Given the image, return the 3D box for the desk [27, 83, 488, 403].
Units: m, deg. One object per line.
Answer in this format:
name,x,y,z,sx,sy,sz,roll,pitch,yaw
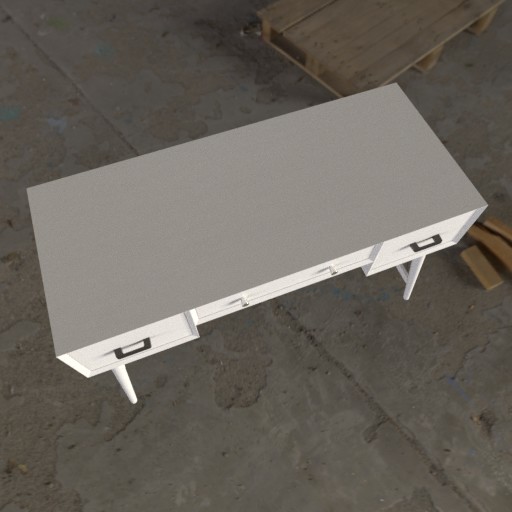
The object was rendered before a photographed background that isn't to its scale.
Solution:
desk,0.000,0.000,1.707,1.313,0.762,0.589,-19,64,-10
